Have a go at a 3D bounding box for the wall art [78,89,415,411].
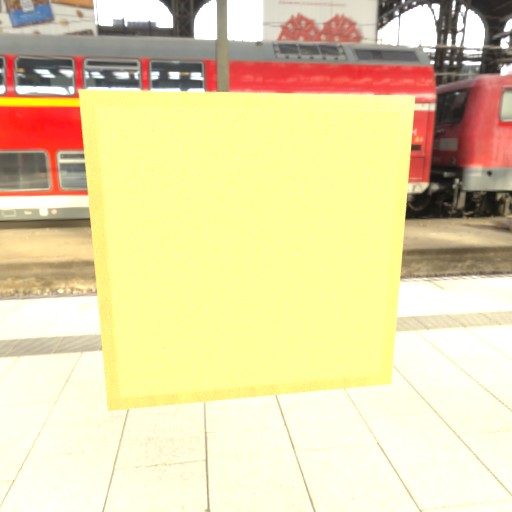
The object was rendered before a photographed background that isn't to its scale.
[{"bbox_3d":[0.000,0.000,2.802,1.935,1.936,0.097,-2,14,-9],"label":"wall art"}]
